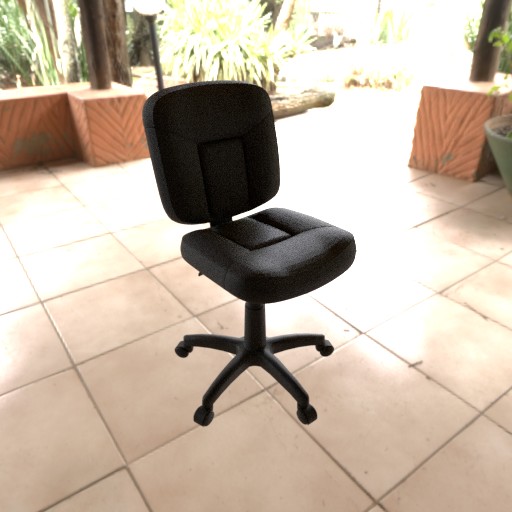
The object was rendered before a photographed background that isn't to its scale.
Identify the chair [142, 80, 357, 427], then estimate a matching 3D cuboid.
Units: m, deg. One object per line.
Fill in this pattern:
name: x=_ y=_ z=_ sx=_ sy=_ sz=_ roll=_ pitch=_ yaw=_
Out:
chair: x=0.000 y=0.000 z=1.395 sx=0.610 sy=0.972 sz=0.610 roll=-20 pitch=35 yaw=-32
